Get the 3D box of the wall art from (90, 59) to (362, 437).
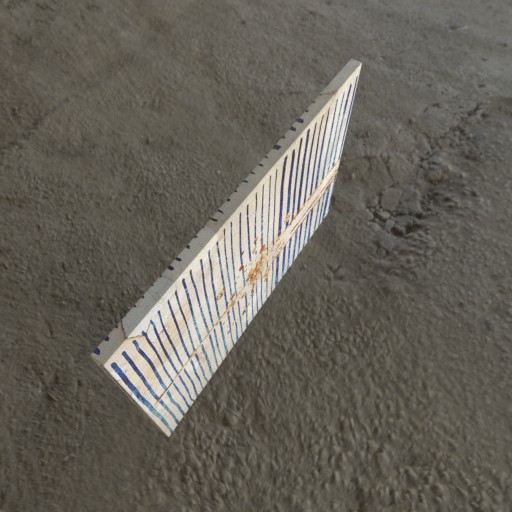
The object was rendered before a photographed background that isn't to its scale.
[{"bbox_3d":[0.000,0.000,1.443,0.038,0.757,1.143,29,62,17],"label":"wall art"}]
